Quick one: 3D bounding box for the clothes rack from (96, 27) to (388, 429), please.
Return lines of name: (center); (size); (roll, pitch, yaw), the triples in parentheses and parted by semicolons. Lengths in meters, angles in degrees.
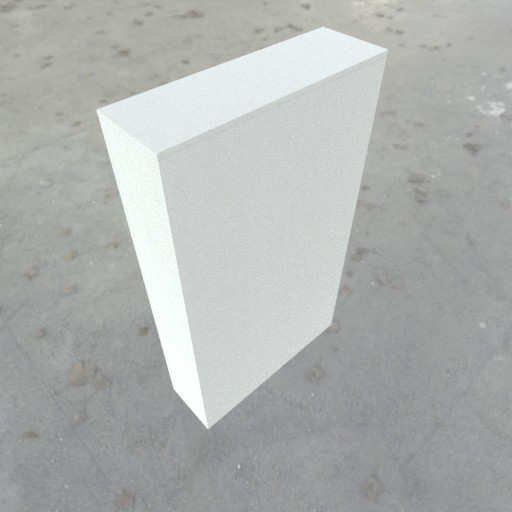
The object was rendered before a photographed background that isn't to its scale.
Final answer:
clothes rack: (0.000, 0.000, 1.553); (0.750, 1.280, 0.250); (-33, 55, -28)
